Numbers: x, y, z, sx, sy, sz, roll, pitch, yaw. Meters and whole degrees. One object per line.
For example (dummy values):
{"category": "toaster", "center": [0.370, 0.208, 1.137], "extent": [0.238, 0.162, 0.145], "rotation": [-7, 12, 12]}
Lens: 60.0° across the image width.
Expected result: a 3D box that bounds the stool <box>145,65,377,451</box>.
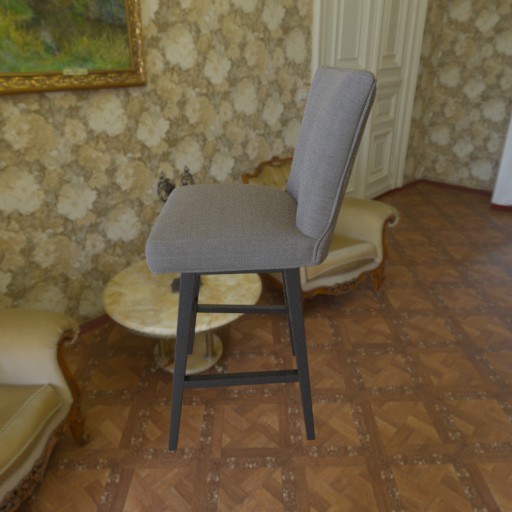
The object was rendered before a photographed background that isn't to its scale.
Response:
{"category": "stool", "center": [0.000, 0.000, 1.386], "extent": [0.574, 1.086, 0.514], "rotation": [-1, 24, -2]}
